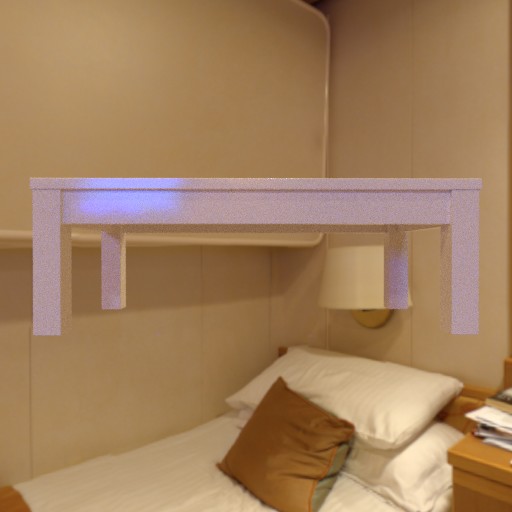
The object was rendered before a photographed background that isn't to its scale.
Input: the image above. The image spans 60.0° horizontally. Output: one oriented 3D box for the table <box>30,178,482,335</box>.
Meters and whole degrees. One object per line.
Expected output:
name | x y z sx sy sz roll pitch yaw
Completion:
table | 0.000 0.000 1.674 1.350 0.470 0.700 0 1 -1
